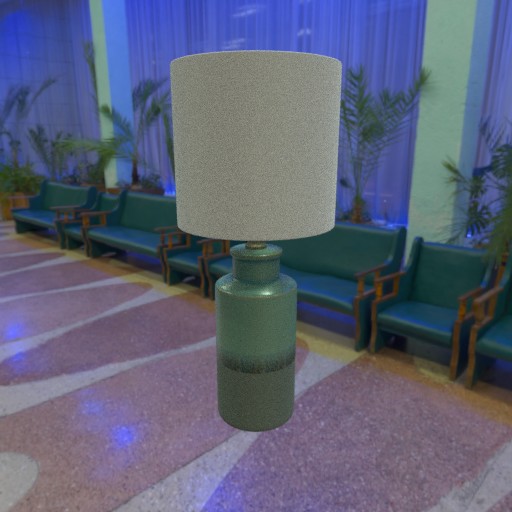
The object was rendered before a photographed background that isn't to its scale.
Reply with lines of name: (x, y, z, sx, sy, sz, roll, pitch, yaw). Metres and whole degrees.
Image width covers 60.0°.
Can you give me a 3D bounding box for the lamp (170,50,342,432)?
lamp: (0.000, 0.000, 0.620, 0.212, 0.493, 0.212, -14, 21, -43)
